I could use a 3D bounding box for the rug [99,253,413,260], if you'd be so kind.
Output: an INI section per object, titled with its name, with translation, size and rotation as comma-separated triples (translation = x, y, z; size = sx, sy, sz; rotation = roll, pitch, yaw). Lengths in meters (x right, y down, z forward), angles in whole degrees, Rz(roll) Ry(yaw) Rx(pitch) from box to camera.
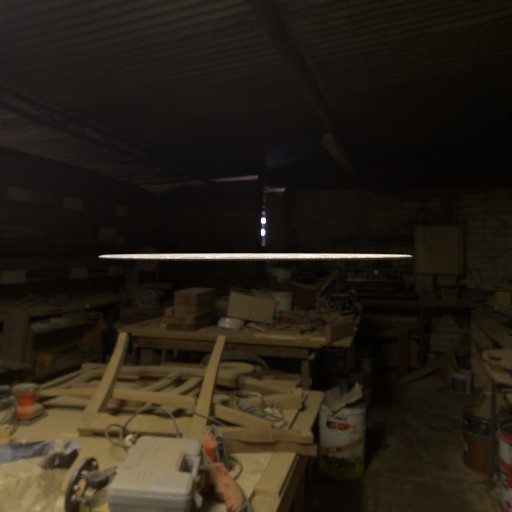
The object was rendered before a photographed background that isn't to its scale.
[rug]
translation = 0.000, 0.000, 2.382
size = 1.593, 0.012, 1.593
rotation = 0, 1, 0
